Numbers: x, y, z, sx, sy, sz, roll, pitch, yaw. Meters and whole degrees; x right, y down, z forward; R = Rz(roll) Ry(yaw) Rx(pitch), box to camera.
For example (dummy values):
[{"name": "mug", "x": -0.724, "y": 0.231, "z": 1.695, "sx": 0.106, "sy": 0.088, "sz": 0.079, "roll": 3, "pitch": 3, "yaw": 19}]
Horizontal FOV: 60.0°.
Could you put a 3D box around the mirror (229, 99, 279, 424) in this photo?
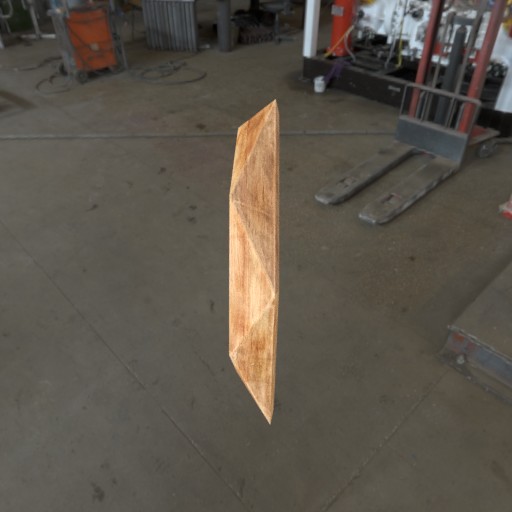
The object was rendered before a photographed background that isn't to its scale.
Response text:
[{"name": "mirror", "x": 0.000, "y": 0.000, "z": 1.098, "sx": 0.091, "sy": 0.779, "sz": 0.675, "roll": 1, "pitch": 39, "yaw": 1}]
